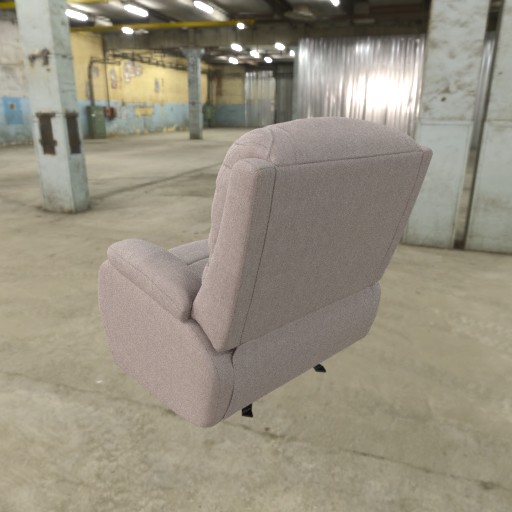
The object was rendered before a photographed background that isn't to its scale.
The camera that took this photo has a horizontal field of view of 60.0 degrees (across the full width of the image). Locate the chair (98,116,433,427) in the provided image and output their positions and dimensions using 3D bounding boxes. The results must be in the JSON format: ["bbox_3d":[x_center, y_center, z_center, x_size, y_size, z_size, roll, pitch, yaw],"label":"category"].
[{"bbox_3d":[0.000,0.000,1.684,0.930,1.011,0.899,-16,24,-41],"label":"chair"}]
